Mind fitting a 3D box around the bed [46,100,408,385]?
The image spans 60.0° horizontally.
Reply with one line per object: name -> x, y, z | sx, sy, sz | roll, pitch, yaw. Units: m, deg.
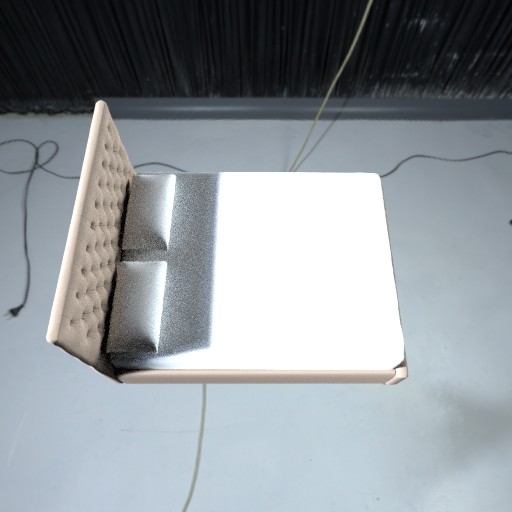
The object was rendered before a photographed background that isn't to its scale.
bed -> 0.000, 0.000, 3.309 | 2.233, 1.426, 1.696 | 0, 65, 0
